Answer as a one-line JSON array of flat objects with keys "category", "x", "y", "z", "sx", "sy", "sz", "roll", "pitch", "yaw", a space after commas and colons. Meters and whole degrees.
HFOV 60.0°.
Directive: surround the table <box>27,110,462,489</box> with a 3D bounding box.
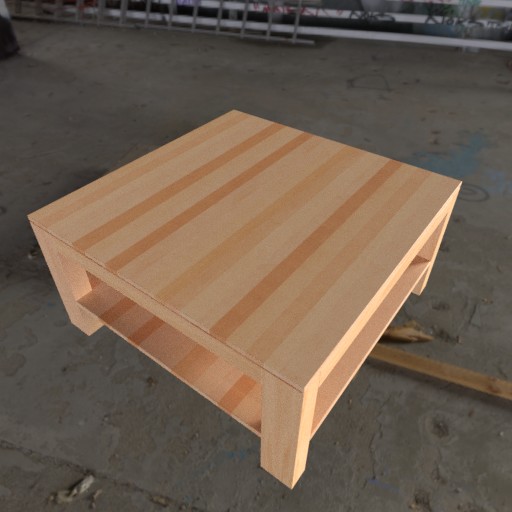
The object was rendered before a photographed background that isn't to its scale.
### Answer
[{"category": "table", "x": 0.000, "y": 0.000, "z": 1.434, "sx": 0.900, "sy": 0.450, "sz": 0.900, "roll": 26, "pitch": 47, "yaw": 27}]
